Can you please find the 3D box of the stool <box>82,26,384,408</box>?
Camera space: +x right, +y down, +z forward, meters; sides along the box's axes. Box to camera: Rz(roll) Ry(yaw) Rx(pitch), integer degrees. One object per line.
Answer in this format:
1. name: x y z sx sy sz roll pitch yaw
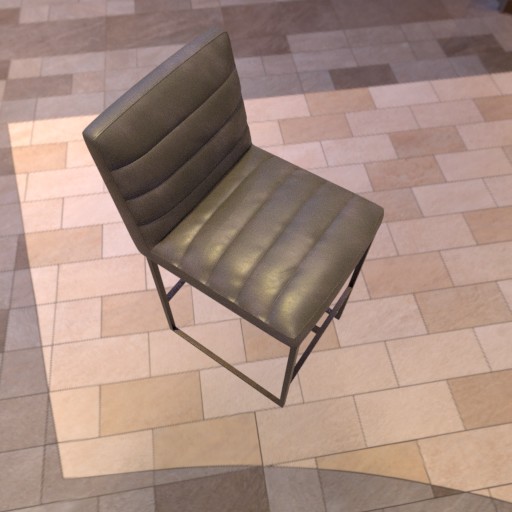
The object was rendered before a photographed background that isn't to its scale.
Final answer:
1. stool: 0.000 0.000 1.333 0.562 1.065 0.463 31 64 17
